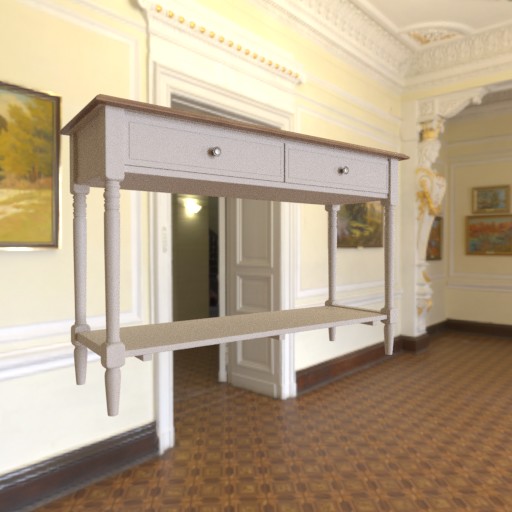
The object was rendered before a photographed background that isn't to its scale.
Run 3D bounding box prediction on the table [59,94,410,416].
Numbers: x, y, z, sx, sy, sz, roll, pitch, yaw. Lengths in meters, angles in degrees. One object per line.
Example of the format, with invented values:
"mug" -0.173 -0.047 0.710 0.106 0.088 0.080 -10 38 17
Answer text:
"table" 0.000 0.000 1.575 1.219 0.800 0.399 -1 1 -36
